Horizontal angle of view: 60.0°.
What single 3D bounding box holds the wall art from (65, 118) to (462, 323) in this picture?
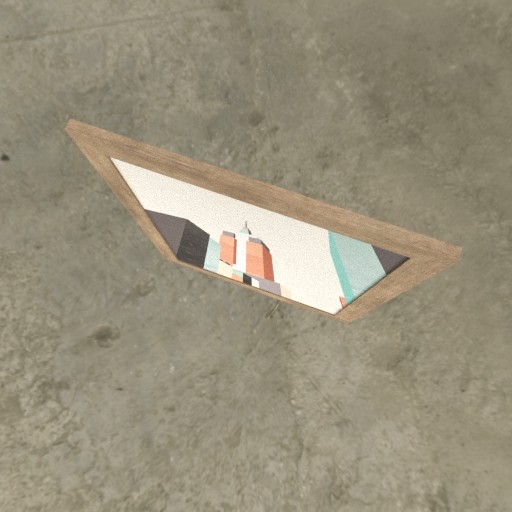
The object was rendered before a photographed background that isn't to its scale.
[{"bbox_3d":[0.000,0.000,0.898,0.534,0.686,0.018,19,76,5],"label":"wall art"}]
